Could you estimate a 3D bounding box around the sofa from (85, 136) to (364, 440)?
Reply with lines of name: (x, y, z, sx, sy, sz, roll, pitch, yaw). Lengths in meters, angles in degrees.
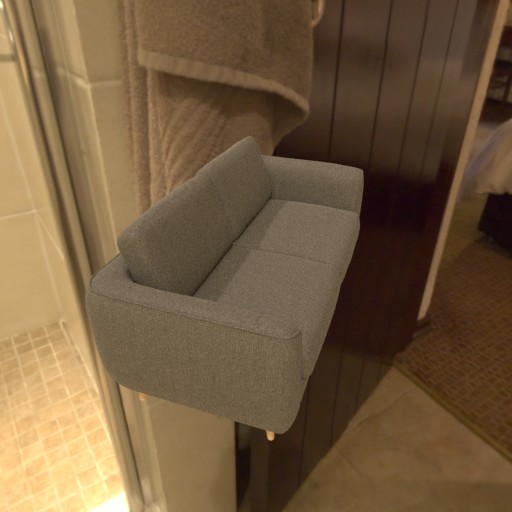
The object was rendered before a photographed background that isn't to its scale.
sofa: (0.000, 0.000, 2.302, 0.920, 0.870, 1.700, 11, 33, 17)
